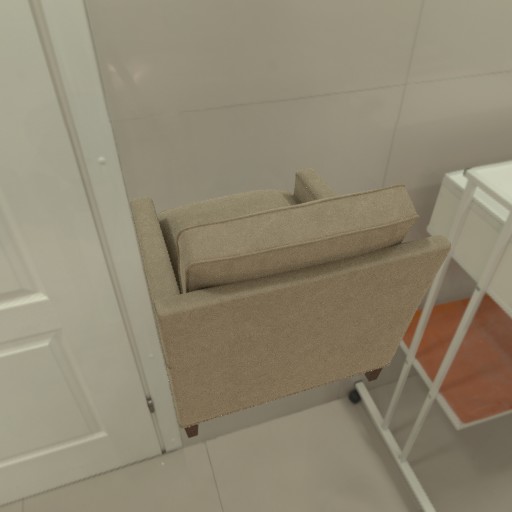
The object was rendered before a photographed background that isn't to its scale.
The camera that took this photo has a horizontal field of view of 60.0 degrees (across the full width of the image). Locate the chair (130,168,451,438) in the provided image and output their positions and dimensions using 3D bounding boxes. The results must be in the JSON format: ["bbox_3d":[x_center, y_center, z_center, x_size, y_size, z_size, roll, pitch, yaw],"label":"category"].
[{"bbox_3d":[0.000,0.000,1.733,0.853,0.943,1.014,-12,42,-14],"label":"chair"}]
